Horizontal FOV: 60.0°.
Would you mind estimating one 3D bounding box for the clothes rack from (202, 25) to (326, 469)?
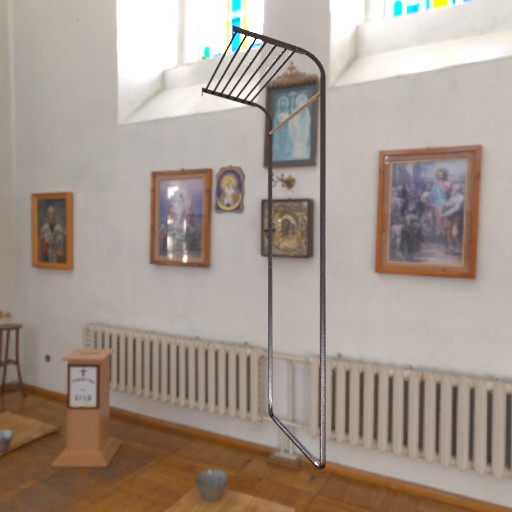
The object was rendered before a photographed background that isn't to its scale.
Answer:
[{"bbox_3d":[0.000,0.000,1.847,0.349,1.574,0.609,0,0,-17],"label":"clothes rack"}]
